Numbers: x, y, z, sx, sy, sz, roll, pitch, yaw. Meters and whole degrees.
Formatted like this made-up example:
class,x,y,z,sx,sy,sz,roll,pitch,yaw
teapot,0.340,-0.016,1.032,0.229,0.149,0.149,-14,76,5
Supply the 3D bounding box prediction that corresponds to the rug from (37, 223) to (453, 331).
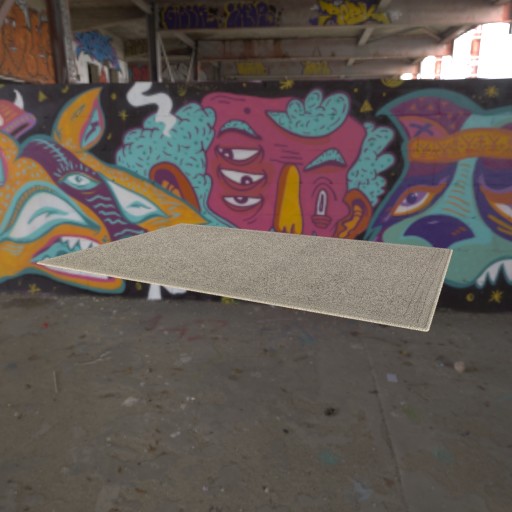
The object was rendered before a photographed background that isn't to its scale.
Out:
class,x,y,z,sx,sy,sz,roll,pitch,yaw
rug,0.000,0.000,2.325,1.829,0.010,1.219,7,16,26
